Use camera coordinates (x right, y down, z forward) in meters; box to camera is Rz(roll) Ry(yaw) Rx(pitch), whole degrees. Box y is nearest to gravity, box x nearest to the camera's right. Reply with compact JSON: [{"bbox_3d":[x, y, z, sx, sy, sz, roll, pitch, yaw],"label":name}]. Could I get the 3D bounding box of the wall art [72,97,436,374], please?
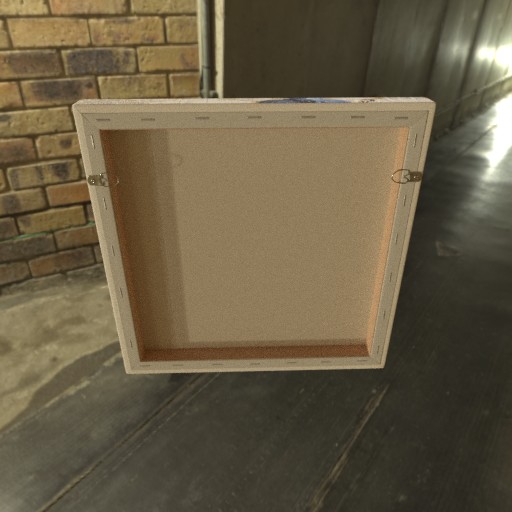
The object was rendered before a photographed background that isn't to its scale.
[{"bbox_3d":[0.000,0.000,0.754,0.507,0.508,0.038,-1,30,-2],"label":"wall art"}]
